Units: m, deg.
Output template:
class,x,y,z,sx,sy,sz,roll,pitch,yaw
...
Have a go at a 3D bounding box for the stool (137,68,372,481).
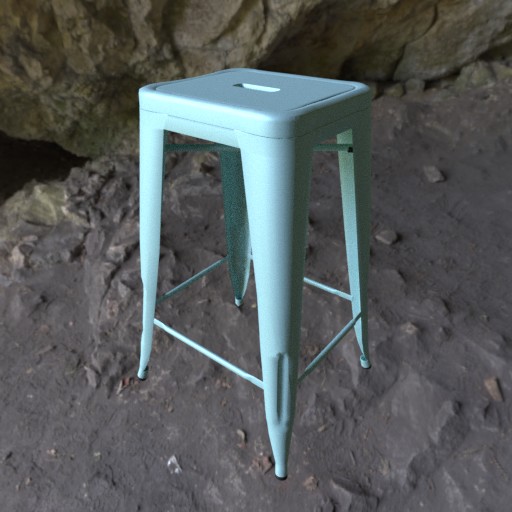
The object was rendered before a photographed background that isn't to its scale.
class,x,y,z,sx,sy,sz,roll,pitch,yaw
stool,0.000,0.000,0.835,0.399,0.609,0.359,22,38,31
